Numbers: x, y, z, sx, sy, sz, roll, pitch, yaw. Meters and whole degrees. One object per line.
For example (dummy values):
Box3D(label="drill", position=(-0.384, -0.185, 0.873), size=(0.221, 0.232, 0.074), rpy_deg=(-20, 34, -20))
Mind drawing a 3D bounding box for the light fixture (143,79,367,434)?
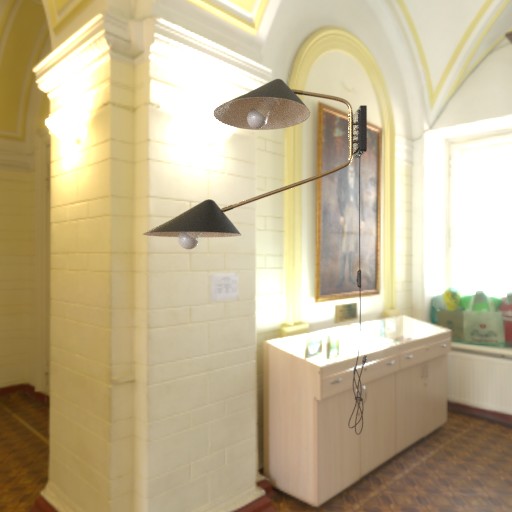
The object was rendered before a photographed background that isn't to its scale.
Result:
Box3D(label="light fixture", position=(0.000, 0.000, 0.835), size=(0.422, 0.665, 0.189), rpy_deg=(0, 0, 0))
